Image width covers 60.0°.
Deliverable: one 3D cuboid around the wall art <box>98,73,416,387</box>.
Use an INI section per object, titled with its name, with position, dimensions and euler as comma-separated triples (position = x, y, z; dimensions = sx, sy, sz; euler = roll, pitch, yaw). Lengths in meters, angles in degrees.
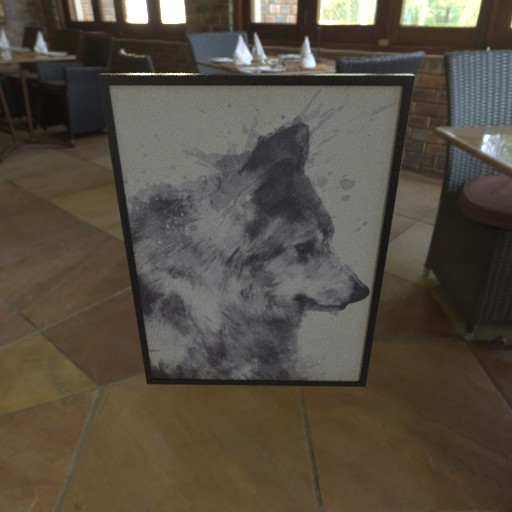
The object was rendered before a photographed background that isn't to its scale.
[wall art]
position = 0.000, 0.000, 1.391
dimensions = 0.804, 1.061, 0.039
euler = 0, 28, 1
